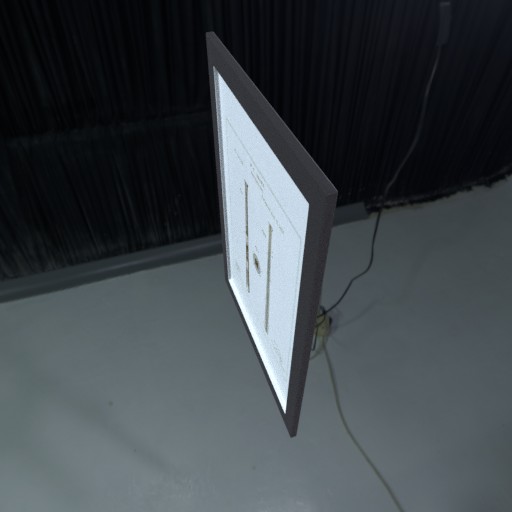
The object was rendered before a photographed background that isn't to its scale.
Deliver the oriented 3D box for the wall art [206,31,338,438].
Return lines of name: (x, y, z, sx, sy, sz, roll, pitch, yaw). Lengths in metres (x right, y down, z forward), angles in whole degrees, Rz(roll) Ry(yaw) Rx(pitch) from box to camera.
wall art: (0.000, 0.000, 0.683, 0.012, 0.529, 0.374, -15, 49, -14)
